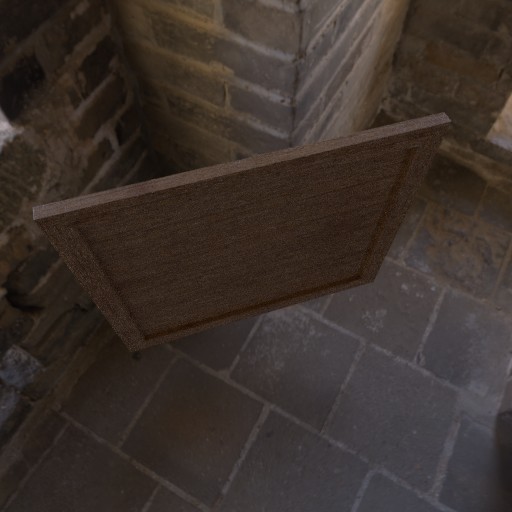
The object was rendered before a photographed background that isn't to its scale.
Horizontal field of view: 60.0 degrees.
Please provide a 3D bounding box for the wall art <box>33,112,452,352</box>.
[{"bbox_3d":[0.000,0.000,0.960,0.690,0.588,0.026,-15,60,-9],"label":"wall art"}]
